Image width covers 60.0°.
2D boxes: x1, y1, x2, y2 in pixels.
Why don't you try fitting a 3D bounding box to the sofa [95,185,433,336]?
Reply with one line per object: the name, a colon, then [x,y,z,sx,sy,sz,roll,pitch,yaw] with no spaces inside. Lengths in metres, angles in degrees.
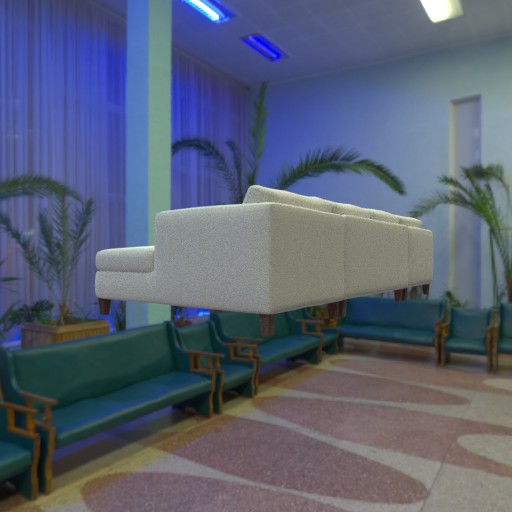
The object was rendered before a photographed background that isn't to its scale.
sofa: [0.000,0.000,4.343,2.551,0.853,3.238,0,0,36]
